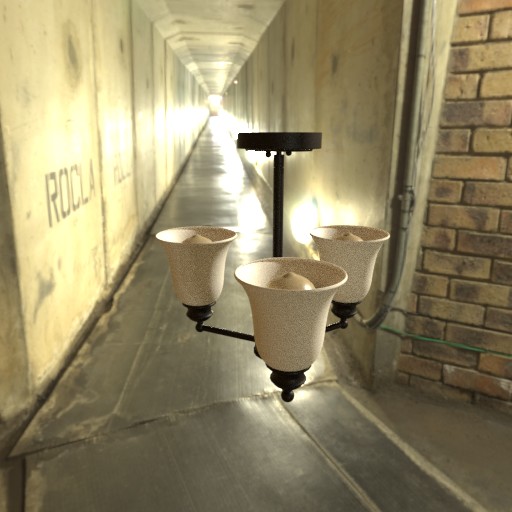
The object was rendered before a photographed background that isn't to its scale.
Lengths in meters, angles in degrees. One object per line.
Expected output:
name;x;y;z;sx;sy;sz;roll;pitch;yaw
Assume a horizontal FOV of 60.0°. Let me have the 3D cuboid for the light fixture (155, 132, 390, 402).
light fixture;0.000;0.000;0.691;0.354;0.370;0.388;7;17;26
